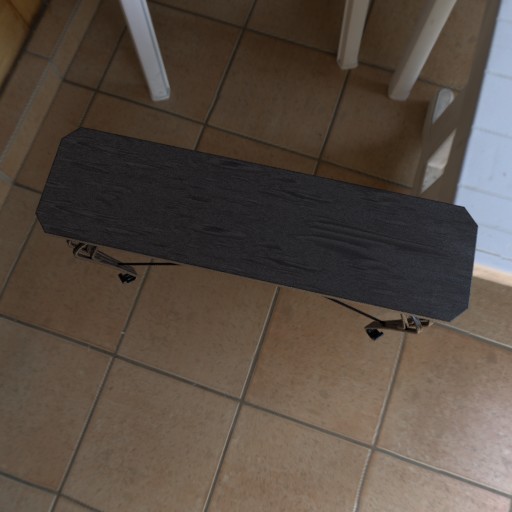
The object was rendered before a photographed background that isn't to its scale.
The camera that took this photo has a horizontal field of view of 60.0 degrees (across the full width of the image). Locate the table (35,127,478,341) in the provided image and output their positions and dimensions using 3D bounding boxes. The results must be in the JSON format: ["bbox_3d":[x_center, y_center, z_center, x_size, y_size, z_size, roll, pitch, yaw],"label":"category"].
[{"bbox_3d":[0.000,0.000,1.482,1.112,0.800,0.329,12,77,3],"label":"table"}]
